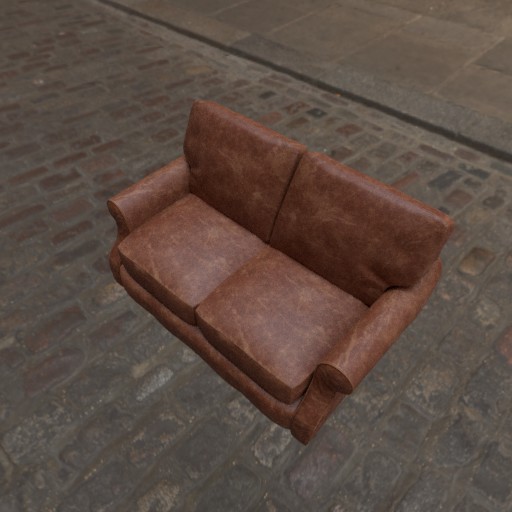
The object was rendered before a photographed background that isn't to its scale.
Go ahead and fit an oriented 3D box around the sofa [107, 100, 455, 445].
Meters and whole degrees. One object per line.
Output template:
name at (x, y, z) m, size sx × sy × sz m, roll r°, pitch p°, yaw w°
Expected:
sofa at (0.000, 0.000, 2.281) m, size 1.616 × 0.967 × 0.990 m, roll 34°, pitch 56°, yaw 27°
